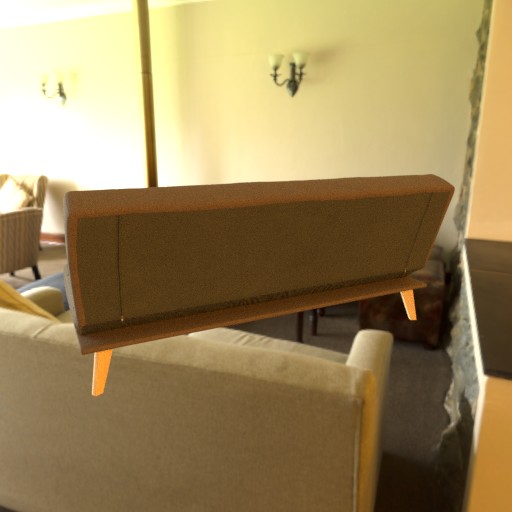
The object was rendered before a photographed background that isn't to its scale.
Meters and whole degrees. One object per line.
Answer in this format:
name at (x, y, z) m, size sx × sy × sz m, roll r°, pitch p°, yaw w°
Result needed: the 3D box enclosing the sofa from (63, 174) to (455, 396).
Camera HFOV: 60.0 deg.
sofa at (0.000, 0.000, 2.262) m, size 1.800 × 0.810 × 0.860 m, roll -7°, pitch 16°, yaw -26°
